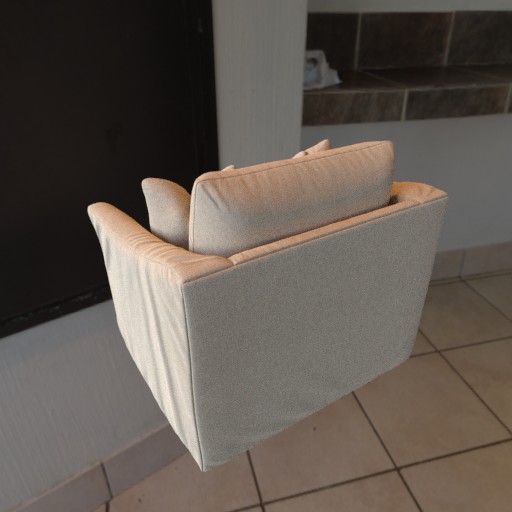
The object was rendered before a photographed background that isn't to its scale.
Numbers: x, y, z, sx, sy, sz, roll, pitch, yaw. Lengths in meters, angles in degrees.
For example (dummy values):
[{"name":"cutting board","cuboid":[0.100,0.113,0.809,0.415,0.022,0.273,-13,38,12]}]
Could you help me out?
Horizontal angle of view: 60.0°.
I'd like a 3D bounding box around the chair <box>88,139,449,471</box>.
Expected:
[{"name":"chair","cuboid":[0.000,0.000,2.031,1.194,1.093,1.071,-18,34,-28]}]
